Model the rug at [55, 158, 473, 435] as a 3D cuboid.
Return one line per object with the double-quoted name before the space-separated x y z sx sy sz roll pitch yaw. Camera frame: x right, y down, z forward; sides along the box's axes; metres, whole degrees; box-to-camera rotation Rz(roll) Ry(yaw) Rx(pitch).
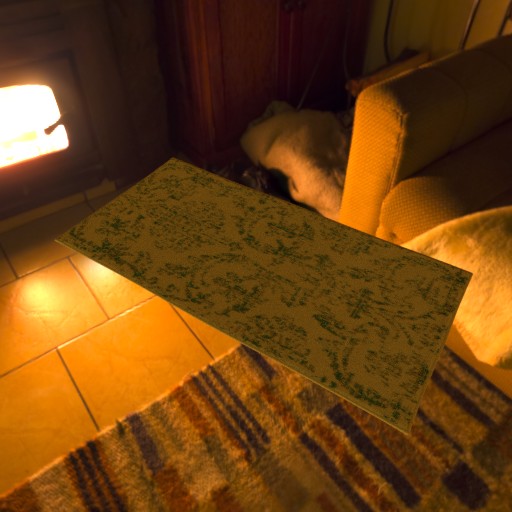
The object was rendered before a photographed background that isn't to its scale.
"rug" 0.000 0.000 1.431 1.220 0.007 0.605 24 50 23
